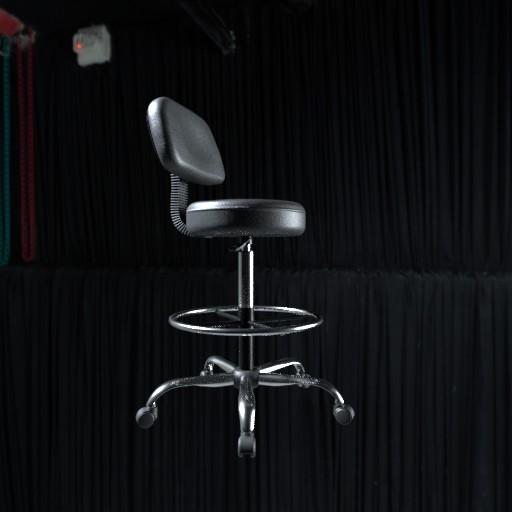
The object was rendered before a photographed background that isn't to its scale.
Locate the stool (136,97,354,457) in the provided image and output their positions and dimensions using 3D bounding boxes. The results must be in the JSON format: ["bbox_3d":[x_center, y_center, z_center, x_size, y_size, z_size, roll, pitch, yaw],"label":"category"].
[{"bbox_3d":[0.000,0.000,1.511,0.658,1.069,0.694,0,1,19],"label":"stool"}]
